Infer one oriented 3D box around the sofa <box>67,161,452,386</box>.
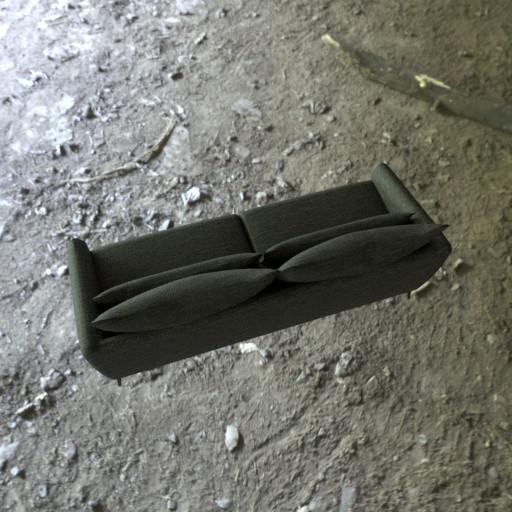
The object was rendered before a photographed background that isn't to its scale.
[{"bbox_3d":[0.000,0.000,2.491,2.019,0.843,0.807,-15,59,-9],"label":"sofa"}]
